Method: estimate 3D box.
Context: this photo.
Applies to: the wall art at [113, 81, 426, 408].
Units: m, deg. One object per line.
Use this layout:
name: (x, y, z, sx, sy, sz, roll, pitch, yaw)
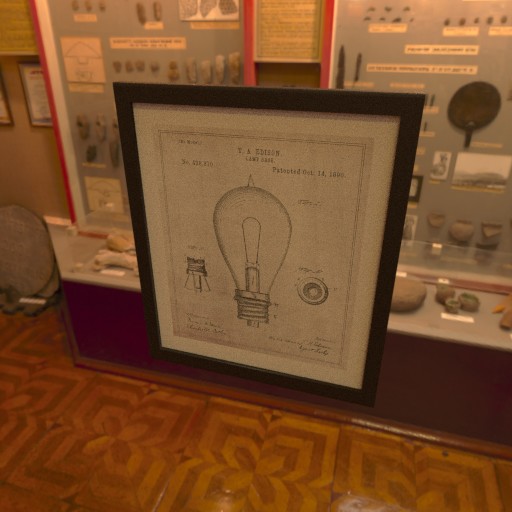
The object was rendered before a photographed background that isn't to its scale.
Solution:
wall art: (0.000, 0.000, 0.709, 0.430, 0.509, 0.021, 8, 28, 16)
